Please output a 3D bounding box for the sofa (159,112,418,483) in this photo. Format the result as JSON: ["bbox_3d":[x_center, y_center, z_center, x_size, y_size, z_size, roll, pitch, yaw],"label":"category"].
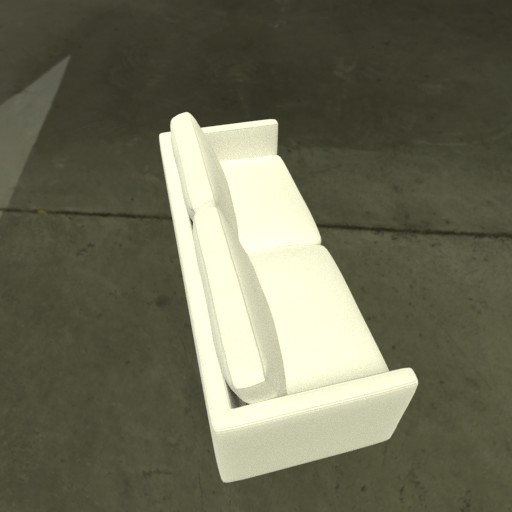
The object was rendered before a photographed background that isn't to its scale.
[{"bbox_3d":[0.000,0.000,2.826,0.951,0.962,2.361,-10,47,-10],"label":"sofa"}]
